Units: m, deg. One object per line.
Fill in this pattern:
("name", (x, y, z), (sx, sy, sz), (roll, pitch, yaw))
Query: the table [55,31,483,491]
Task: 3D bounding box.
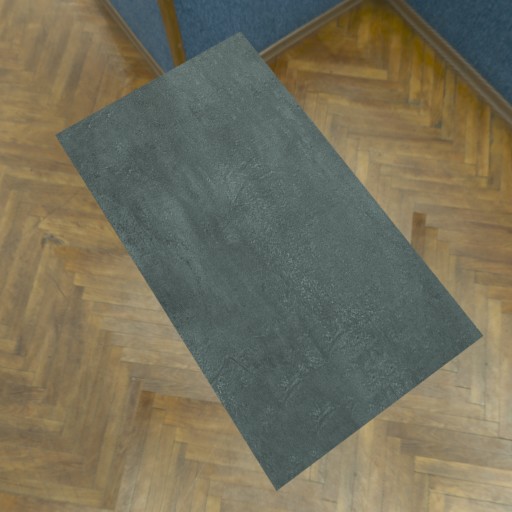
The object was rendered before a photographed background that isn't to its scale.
("table", (0.000, 0.000, 0.919), (0.400, 0.350, 0.700), (-33, 77, -8))
